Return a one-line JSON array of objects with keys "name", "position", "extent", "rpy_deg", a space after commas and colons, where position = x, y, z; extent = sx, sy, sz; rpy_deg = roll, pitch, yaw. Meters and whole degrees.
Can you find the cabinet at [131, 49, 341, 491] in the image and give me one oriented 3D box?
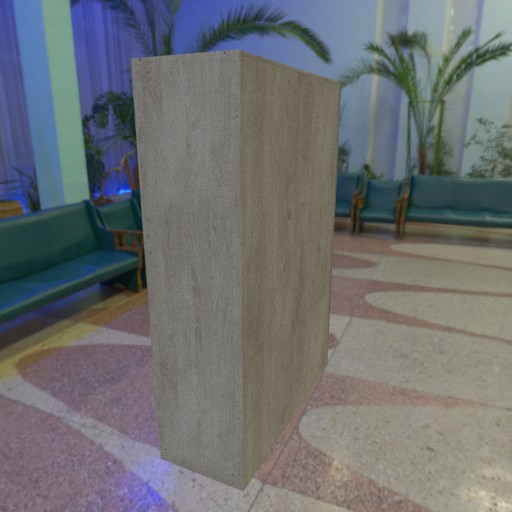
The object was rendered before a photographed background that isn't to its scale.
[{"name": "cabinet", "position": [0.000, 0.000, 2.486], "extent": [0.510, 1.910, 1.290], "rpy_deg": [8, 18, 25]}]
